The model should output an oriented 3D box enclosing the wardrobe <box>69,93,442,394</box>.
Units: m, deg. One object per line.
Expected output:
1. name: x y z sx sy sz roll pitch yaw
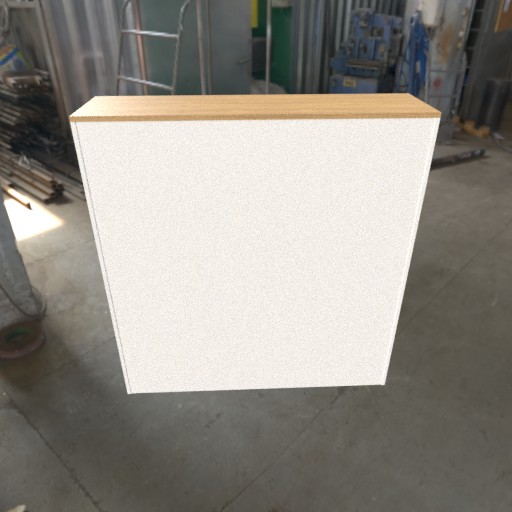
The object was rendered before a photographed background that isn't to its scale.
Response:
1. wardrobe: 0.000 0.000 3.398 2.160 2.260 0.590 -1 31 -2
